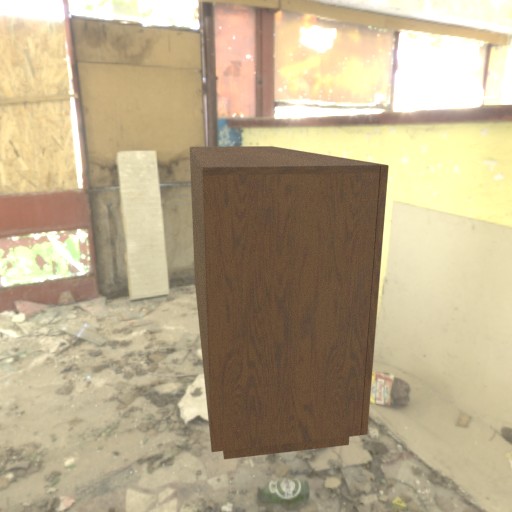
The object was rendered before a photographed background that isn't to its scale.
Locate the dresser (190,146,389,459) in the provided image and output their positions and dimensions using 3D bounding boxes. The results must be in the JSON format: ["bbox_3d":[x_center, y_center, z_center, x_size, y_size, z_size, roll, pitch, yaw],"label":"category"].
[{"bbox_3d":[0.000,0.000,1.950,0.512,0.889,1.523,-3,16,-9],"label":"dresser"}]
